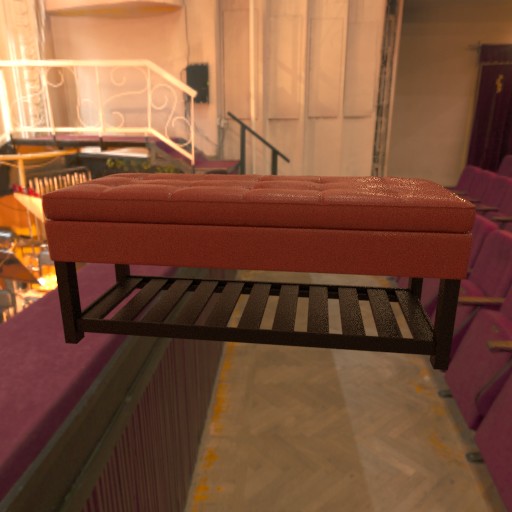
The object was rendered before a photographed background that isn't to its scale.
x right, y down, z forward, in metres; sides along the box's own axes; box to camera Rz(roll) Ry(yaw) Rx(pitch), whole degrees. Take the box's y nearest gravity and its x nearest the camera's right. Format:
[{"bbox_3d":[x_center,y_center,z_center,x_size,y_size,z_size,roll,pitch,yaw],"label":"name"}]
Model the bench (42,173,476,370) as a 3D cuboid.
[{"bbox_3d":[0.000,0.000,1.357,1.105,0.460,0.432,2,17,7],"label":"bench"}]
